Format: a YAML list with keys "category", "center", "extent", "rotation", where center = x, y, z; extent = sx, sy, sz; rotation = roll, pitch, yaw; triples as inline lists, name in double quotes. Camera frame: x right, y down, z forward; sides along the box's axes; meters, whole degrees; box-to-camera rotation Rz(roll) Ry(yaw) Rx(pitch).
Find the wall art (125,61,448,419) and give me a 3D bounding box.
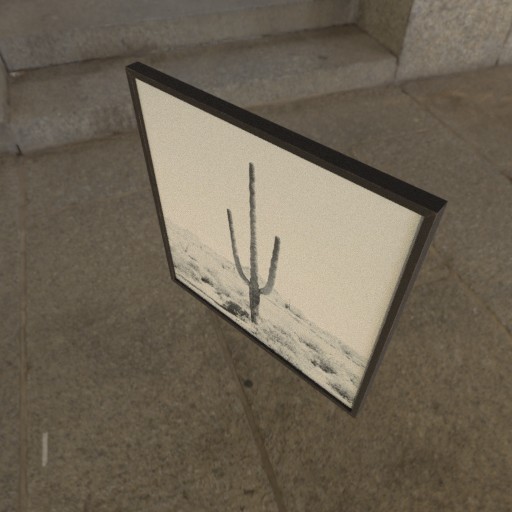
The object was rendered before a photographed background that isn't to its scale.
- category: "wall art"
  center: [0.000, 0.000, 1.131]
  extent: [0.762, 0.762, 0.038]
  rotation: [33, 55, 26]
